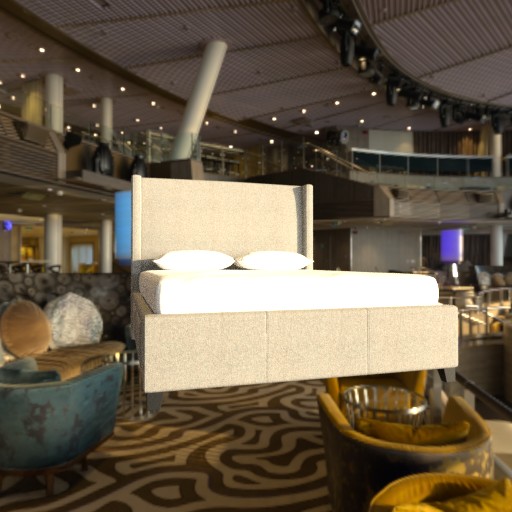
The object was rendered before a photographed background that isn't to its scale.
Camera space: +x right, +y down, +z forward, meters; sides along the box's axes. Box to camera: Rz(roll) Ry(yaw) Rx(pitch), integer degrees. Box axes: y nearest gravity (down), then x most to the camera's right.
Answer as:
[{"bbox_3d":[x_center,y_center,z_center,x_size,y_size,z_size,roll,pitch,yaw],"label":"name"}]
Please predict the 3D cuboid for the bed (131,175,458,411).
[{"bbox_3d":[0.000,0.000,3.351,1.774,1.491,2.222,0,-1,-17],"label":"bed"}]
